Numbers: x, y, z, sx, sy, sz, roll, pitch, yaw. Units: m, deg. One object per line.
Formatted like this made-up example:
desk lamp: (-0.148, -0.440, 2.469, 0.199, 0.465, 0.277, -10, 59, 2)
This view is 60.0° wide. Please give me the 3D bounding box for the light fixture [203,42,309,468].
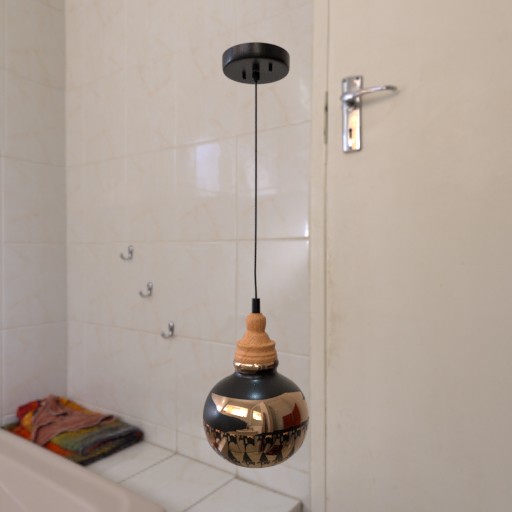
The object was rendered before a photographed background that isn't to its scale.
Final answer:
light fixture: (0.000, 0.000, 1.805, 0.430, 1.606, 0.430, 0, 0, 37)
